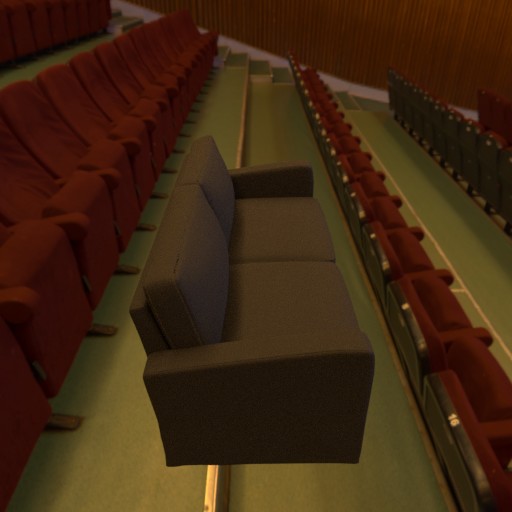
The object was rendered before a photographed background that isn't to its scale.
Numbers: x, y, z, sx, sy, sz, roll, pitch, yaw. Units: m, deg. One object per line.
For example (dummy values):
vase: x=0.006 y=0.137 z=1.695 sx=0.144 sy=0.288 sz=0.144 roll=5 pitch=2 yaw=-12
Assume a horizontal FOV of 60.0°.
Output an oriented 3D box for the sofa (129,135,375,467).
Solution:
sofa: x=0.000 y=0.000 z=2.345 sx=0.898 sy=0.839 sz=1.852 roll=0 pitch=32 yaw=-1
